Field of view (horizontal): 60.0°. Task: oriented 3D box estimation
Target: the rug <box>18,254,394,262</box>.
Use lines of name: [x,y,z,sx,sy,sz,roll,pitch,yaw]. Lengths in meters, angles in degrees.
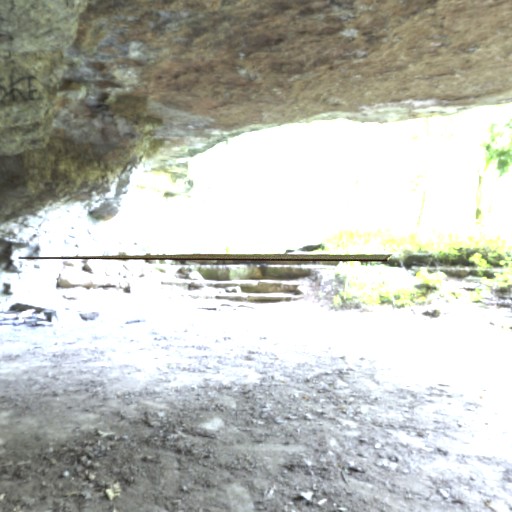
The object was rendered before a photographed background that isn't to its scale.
rug: [0.000,0.000,4.070,2.387,0.013,3.053,0,1,18]
